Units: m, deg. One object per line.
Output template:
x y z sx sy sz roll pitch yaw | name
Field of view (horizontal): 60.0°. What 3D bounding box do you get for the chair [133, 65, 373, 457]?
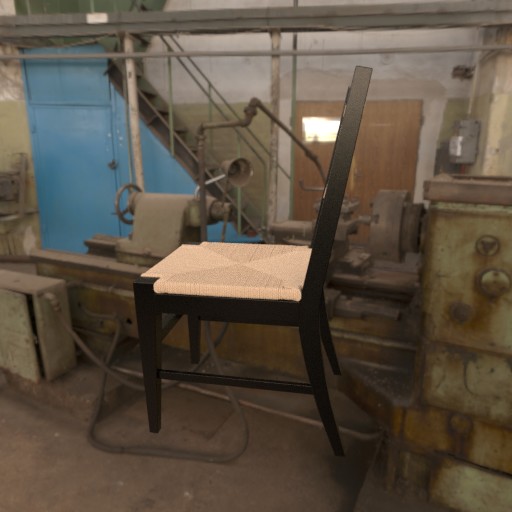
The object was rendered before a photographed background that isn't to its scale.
0.000 0.000 1.250 0.552 0.927 0.437 2 15 9 | chair
